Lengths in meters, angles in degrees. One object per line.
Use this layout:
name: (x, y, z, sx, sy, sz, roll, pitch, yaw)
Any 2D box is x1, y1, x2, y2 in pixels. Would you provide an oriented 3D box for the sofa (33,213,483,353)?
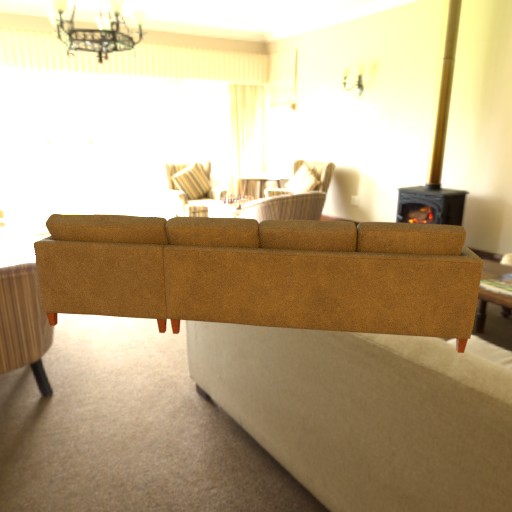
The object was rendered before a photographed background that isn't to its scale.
sofa: (0.000, 0.000, 4.138, 3.471, 0.950, 1.604, 2, 16, 8)
